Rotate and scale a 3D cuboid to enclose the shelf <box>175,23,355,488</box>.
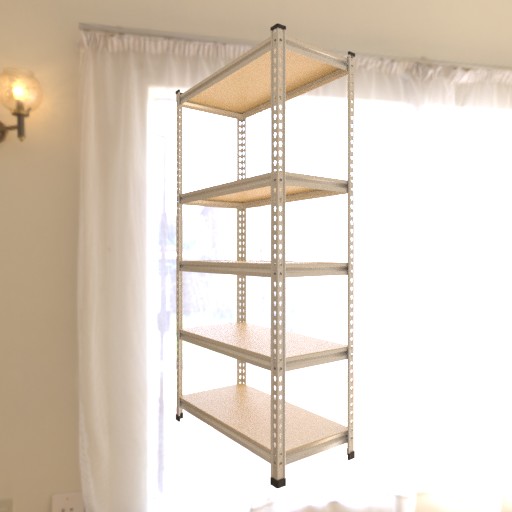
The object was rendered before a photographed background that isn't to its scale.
[{"bbox_3d":[0.000,0.000,2.241,0.457,1.829,0.914,0,0,-36],"label":"shelf"}]
